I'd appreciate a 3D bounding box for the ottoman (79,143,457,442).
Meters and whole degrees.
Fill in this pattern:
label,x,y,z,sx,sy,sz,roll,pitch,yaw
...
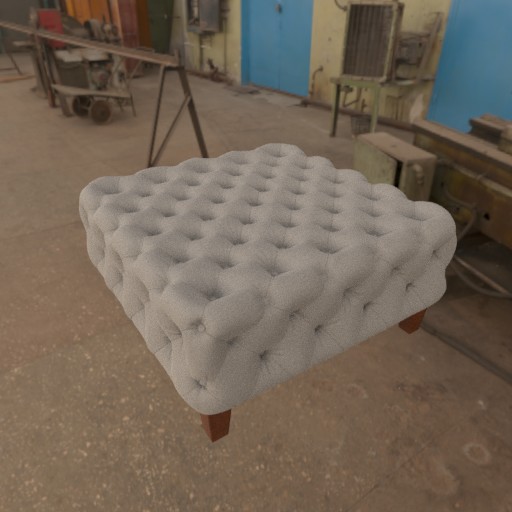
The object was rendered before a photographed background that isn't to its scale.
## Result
label,x,y,z,sx,sy,sz,roll,pitch,yaw
ottoman,0.000,0.000,1.471,0.911,0.439,0.917,-19,36,-28
